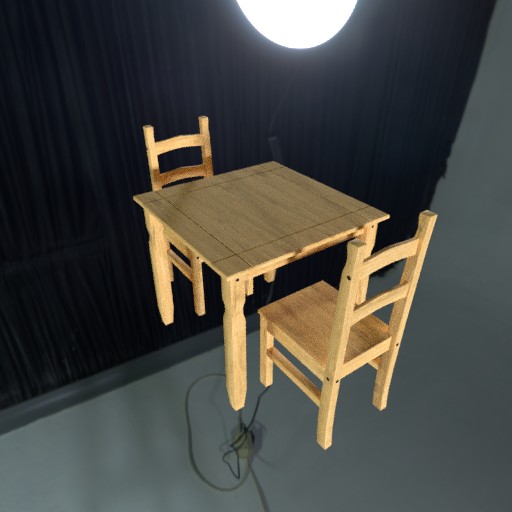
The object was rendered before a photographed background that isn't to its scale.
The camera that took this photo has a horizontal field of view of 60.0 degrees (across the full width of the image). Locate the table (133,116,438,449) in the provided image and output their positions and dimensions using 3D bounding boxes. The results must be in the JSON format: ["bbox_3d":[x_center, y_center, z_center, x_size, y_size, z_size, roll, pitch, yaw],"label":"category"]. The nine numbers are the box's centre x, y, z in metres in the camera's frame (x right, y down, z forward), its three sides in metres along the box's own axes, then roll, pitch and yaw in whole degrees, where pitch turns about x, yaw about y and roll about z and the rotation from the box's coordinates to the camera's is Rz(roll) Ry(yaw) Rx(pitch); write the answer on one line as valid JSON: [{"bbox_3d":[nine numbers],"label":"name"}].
[{"bbox_3d":[0.000,0.000,2.097,0.813,0.942,1.501,-20,37,-29],"label":"table"}]
